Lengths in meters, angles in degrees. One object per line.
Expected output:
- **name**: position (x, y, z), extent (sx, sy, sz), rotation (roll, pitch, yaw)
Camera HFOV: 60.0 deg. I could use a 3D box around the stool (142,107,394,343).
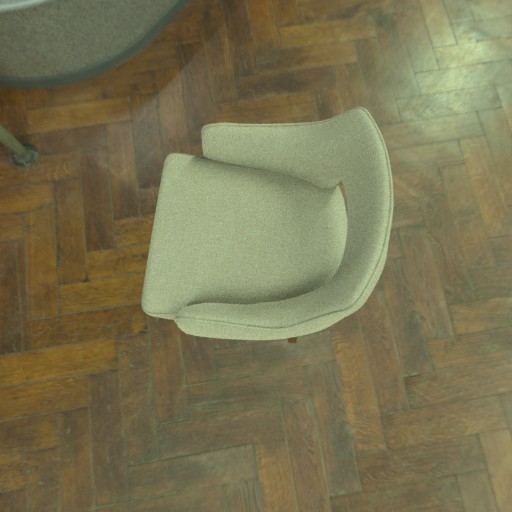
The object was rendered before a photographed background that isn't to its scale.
- **stool**: position (0.000, 0.000, 1.371), extent (0.560, 1.041, 0.550), rotation (5, 75, 1)
